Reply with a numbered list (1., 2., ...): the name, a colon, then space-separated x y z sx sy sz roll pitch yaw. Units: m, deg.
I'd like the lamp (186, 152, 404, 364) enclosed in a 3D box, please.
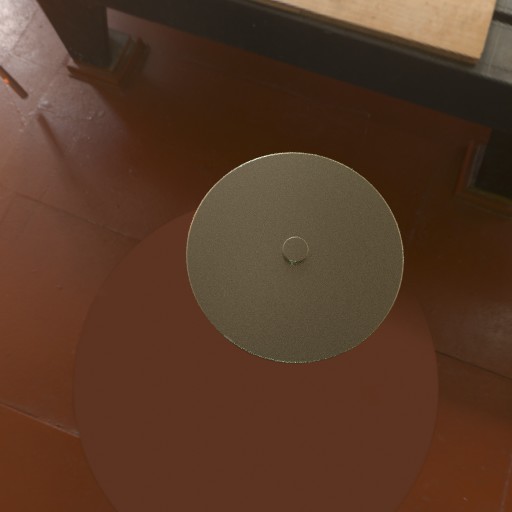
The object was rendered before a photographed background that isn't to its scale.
1. lamp: 0.000 0.000 0.717 0.229 0.508 0.369 -34 78 -8
